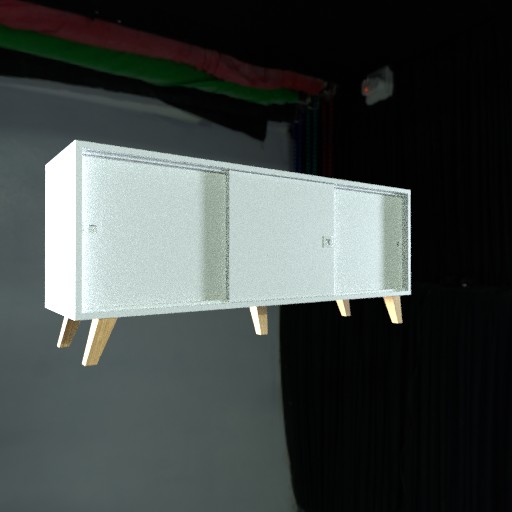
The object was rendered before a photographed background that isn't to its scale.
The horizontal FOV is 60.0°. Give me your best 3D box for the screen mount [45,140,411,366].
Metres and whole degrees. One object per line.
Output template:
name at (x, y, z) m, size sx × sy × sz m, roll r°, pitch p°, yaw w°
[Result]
screen mount at (0.000, 0.000, 1.791) m, size 1.490 × 0.619 × 0.400 m, roll 0°, pitch 0°, yaw -36°
